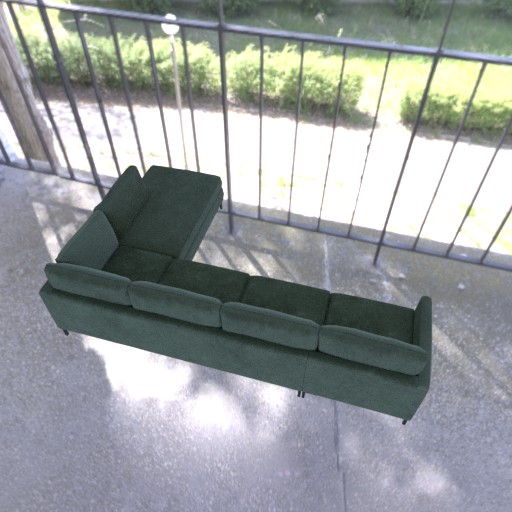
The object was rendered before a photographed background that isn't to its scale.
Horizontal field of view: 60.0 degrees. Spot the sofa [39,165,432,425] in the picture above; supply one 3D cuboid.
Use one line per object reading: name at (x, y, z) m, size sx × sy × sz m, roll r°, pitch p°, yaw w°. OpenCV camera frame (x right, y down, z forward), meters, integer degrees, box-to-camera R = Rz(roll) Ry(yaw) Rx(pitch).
sofa at (0.000, 0.000, 3.290) m, size 2.486 × 0.687 × 1.707 m, roll 12°, pitch 48°, yaw 11°
